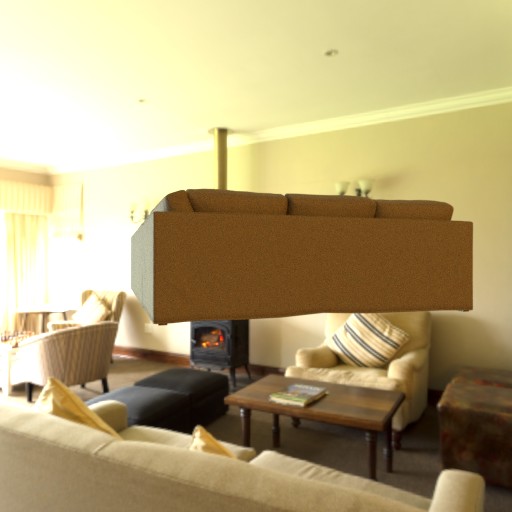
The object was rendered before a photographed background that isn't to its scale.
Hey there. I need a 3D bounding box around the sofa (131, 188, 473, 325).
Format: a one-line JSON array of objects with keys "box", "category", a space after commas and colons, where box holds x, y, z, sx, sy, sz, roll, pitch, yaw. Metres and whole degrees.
[{"box": [0.000, 0.000, 4.678, 2.427, 0.882, 3.460, 0, 0, -18], "category": "sofa"}]
